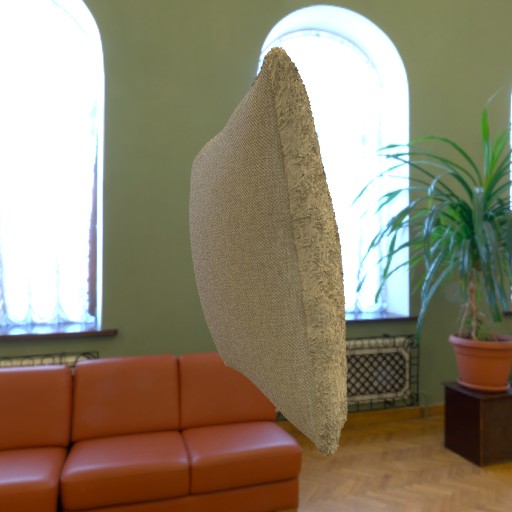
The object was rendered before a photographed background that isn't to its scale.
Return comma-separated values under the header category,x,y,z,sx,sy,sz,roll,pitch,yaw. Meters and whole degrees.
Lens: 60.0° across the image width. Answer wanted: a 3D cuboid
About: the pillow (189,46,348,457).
category,x,y,z,sx,sy,sz,roll,pitch,yaw
pillow,0.000,0.000,0.798,0.218,0.515,0.529,0,-1,-18
